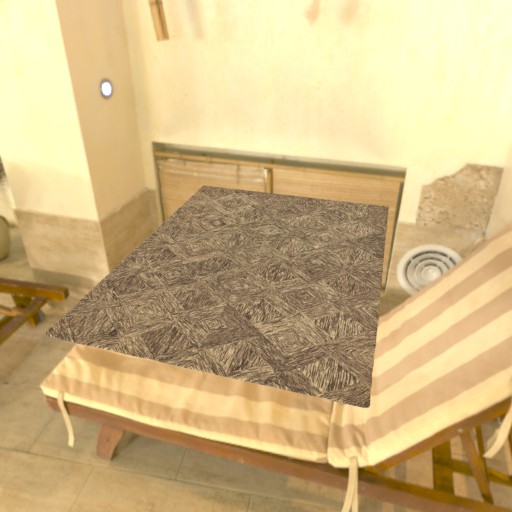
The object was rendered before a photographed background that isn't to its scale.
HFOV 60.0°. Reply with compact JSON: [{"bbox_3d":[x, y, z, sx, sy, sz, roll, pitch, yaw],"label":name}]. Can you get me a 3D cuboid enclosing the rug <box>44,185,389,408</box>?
[{"bbox_3d":[0.000,0.000,4.399,2.448,0.017,3.204,9,32,14],"label":"rug"}]
